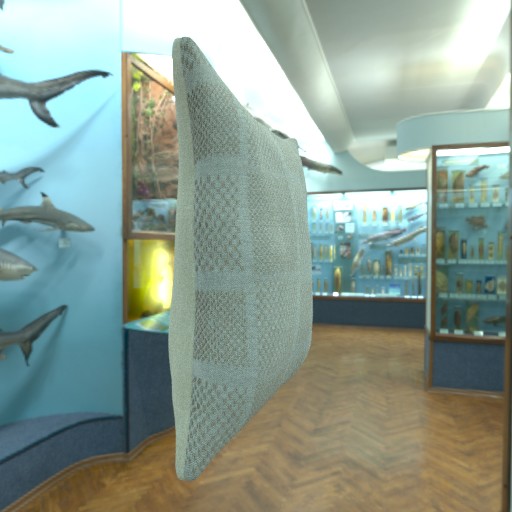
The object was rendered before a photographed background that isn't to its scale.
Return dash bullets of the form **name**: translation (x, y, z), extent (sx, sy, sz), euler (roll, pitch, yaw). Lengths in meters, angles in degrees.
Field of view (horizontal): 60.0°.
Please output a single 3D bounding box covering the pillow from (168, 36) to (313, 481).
- **pillow**: translation (0.000, 0.000, 0.632), extent (0.138, 0.432, 0.436), euler (0, 1, 19)
